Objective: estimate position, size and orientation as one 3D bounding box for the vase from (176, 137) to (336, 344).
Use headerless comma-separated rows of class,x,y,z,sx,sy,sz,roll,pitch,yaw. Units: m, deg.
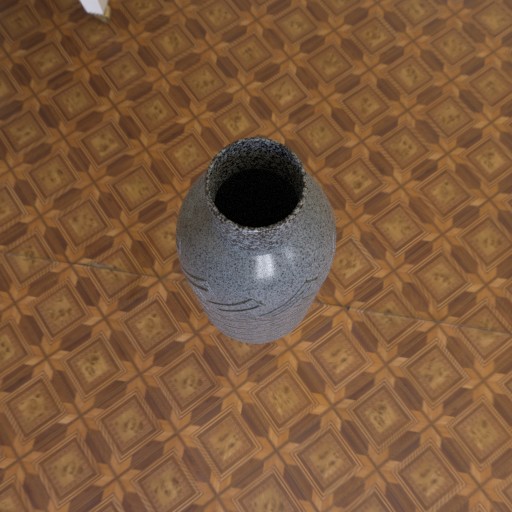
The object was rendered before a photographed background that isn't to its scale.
vase,0.000,0.000,0.353,0.122,0.282,0.122,0,75,0
